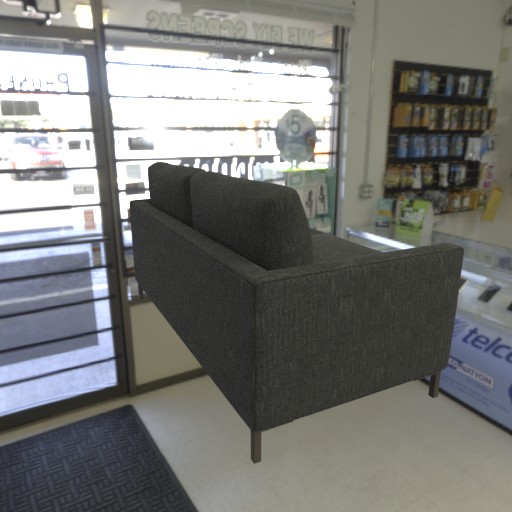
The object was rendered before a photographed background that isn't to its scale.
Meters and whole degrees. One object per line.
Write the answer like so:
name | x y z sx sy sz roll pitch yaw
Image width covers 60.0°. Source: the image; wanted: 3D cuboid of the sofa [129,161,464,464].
sofa | 0.000 0.000 2.177 0.866 0.862 1.716 -8 18 -26
